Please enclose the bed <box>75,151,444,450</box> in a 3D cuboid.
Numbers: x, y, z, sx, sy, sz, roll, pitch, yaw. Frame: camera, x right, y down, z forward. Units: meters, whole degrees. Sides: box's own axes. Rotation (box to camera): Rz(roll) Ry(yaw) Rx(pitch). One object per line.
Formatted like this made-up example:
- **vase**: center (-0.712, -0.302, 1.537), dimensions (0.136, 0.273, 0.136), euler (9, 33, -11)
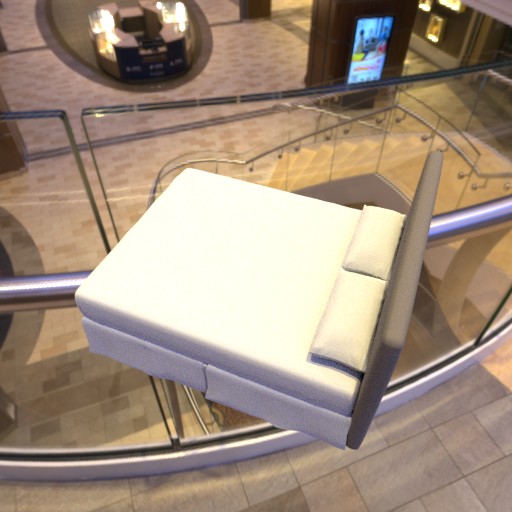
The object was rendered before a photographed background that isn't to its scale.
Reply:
- **bed**: center (0.000, 0.000, 3.241), dimensions (2.142, 1.330, 1.748), euler (17, 48, 15)
